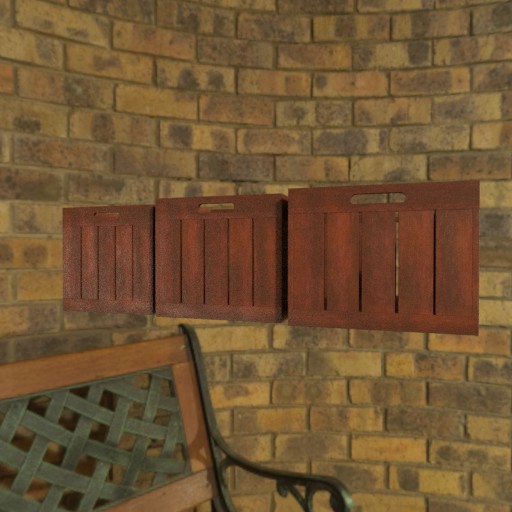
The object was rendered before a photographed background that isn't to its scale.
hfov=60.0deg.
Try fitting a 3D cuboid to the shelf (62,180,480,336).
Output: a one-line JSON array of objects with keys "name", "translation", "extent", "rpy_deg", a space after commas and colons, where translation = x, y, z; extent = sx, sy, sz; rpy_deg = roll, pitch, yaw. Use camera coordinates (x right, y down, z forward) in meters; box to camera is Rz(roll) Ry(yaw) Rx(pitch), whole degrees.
[{"name": "shelf", "translation": [0.000, 0.000, 1.235], "extent": [1.064, 0.311, 0.393], "rpy_deg": [0, 1, 18]}]
